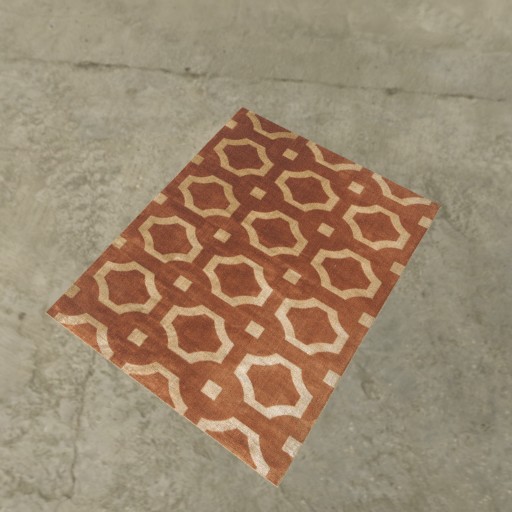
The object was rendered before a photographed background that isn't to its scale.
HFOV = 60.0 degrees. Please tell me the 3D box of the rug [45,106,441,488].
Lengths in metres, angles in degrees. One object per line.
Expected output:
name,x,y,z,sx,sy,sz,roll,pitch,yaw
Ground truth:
rug,0.000,0.000,4.208,2.466,0.021,3.049,31,66,15
